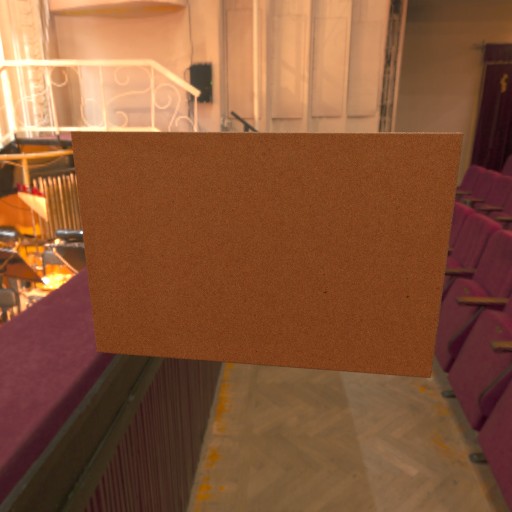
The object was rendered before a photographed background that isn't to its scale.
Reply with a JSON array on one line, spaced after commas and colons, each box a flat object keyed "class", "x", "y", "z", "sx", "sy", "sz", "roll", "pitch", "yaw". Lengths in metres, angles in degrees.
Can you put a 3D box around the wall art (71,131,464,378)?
[{"class": "wall art", "x": 0.000, "y": 0.000, "z": 0.759, "sx": 0.615, "sy": 0.410, "sz": 0.021, "roll": 2, "pitch": 17, "yaw": 8}]
